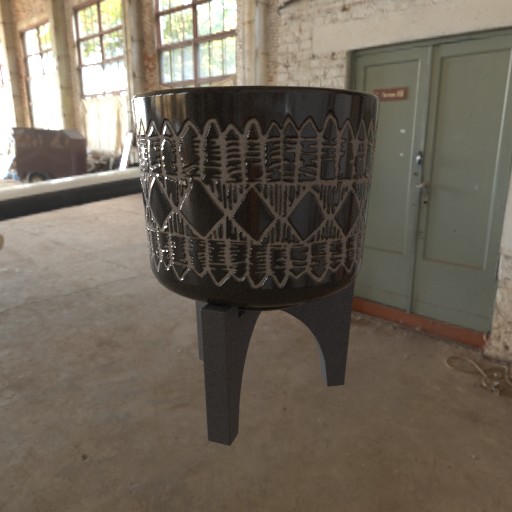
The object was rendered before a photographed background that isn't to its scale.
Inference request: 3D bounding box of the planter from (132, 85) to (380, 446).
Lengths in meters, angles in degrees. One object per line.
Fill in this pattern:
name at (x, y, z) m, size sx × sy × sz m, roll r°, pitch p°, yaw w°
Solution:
planter at (0.000, 0.000, 0.394) m, size 0.196 × 0.264 × 0.196 m, roll -3°, pitch 15°, yaw -10°
